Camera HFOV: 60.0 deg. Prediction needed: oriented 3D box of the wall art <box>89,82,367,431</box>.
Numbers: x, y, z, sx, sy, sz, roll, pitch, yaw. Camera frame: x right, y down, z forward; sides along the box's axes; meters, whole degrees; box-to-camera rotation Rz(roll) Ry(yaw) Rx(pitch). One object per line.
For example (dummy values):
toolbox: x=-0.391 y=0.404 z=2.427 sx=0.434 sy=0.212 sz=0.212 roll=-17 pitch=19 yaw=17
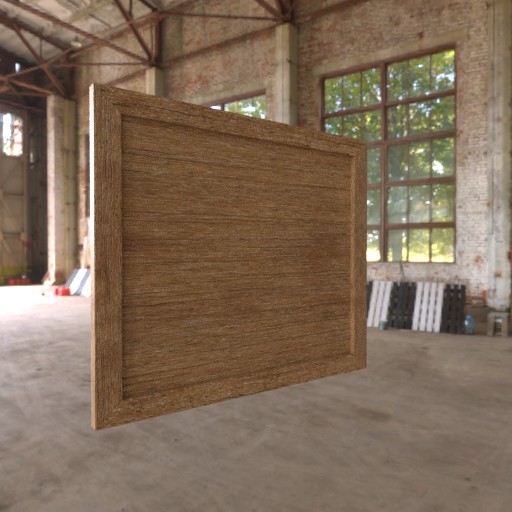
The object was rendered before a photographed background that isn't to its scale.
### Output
wall art: x=0.000 y=0.000 z=0.959 sx=0.690 sy=0.588 sz=0.026 roll=-1 pitch=1 yaw=-36
